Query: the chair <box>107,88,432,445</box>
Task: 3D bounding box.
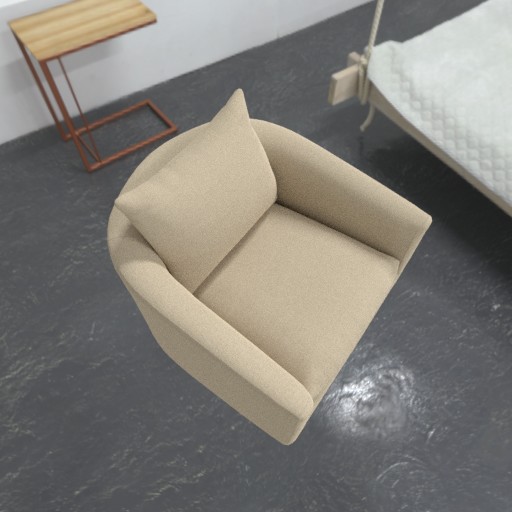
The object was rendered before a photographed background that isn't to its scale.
[{"bbox_3d":[0.000,0.000,1.600,0.910,0.848,0.845,32,64,18],"label":"chair"}]
